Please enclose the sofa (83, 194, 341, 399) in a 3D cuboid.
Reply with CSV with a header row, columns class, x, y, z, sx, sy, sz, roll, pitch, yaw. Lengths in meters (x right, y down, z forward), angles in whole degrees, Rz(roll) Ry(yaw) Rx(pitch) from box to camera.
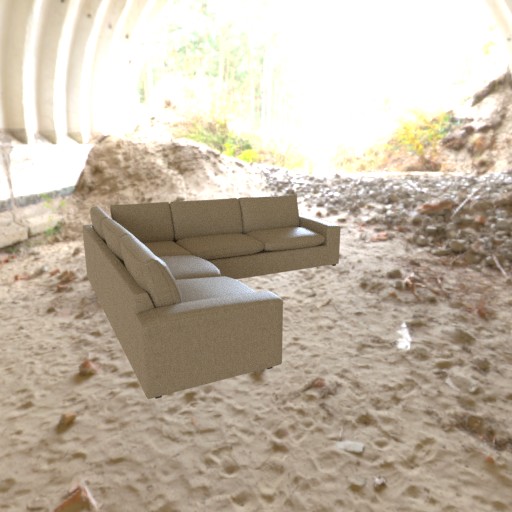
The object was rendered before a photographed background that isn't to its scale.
class,x,y,z,sx,sy,sz,roll,pitch,yaw
sofa,0.000,0.000,4.152,2.742,0.800,2.622,-7,16,-26
